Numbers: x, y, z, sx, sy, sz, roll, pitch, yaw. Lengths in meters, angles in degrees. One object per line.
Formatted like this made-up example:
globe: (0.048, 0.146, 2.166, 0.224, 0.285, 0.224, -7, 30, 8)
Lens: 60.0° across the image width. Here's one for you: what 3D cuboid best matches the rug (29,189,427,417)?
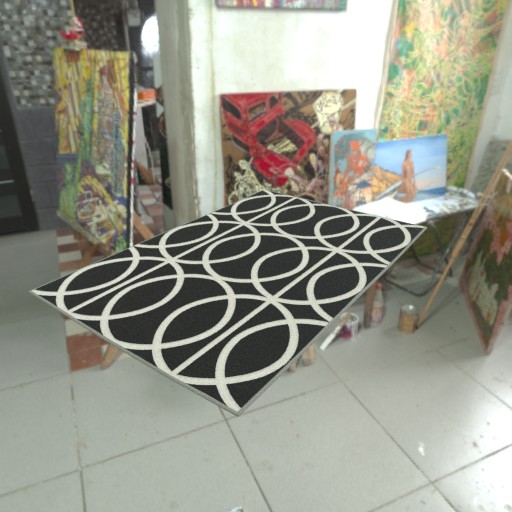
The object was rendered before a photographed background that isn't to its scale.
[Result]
rug: (0.000, 0.000, 2.904, 1.526, 0.014, 2.290, 18, 32, 32)
